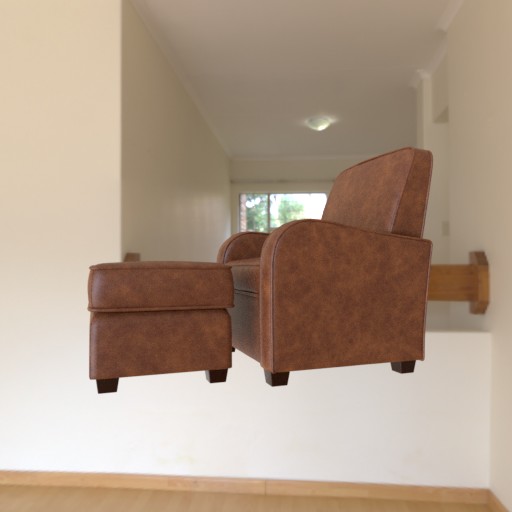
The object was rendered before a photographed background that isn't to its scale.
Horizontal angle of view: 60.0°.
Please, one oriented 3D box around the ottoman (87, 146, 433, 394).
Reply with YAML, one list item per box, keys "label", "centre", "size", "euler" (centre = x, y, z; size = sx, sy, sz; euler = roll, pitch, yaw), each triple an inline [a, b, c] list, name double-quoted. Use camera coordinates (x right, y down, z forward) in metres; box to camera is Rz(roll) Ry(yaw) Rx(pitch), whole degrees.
- label: "ottoman"
  centre: [0.000, 0.000, 1.853]
  size: [1.314, 0.904, 0.732]
  euler: [0, -1, -20]
